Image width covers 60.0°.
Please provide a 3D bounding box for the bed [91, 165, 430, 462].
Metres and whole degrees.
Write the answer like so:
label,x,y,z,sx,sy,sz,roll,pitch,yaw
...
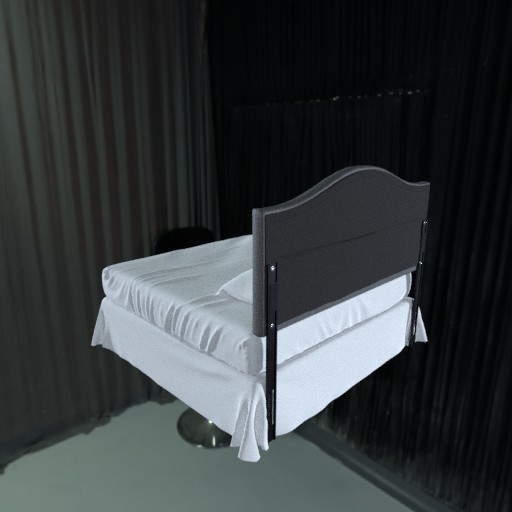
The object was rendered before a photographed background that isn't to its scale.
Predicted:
label,x,y,z,sx,sy,sz,roll,pitch,yaw
bed,0.000,0.000,3.868,2.314,1.651,2.219,-15,21,-42
